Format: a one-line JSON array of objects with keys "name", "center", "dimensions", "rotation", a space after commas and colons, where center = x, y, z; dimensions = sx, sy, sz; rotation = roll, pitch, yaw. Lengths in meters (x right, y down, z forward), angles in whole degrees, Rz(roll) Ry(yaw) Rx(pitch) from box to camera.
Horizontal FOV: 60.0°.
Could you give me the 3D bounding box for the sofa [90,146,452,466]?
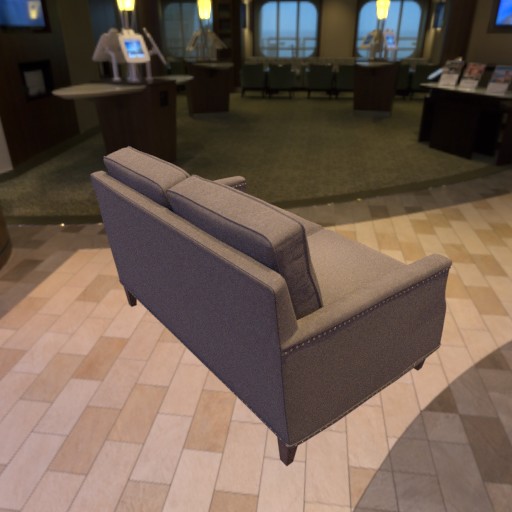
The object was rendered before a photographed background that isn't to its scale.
[{"name": "sofa", "center": [0.000, 0.000, 2.266], "dimensions": [1.084, 1.003, 1.597], "rotation": [-20, 33, -34]}]
